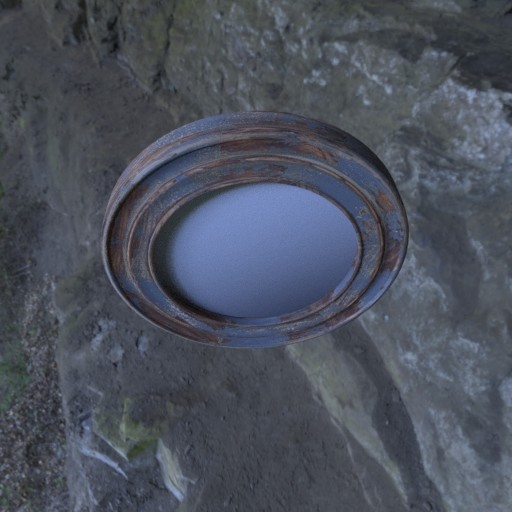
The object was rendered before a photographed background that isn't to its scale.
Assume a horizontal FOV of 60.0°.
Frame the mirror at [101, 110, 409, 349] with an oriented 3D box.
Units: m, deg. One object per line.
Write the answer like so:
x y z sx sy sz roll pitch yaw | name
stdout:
0.000 0.000 0.878 0.585 0.585 0.061 -2 45 -2 | mirror
